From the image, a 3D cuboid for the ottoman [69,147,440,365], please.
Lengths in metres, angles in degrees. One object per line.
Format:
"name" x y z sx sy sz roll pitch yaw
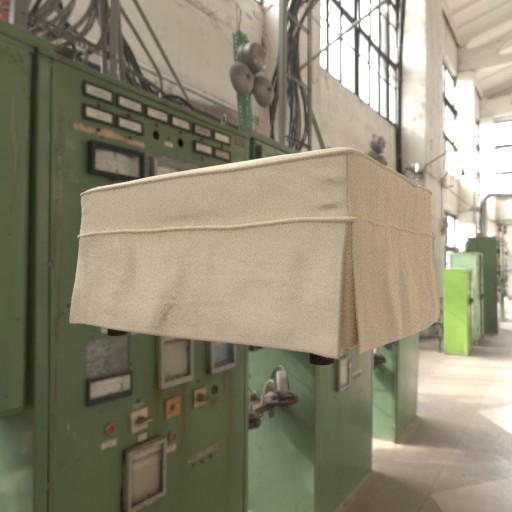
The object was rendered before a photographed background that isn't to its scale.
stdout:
"ottoman" 0.000 0.000 1.354 0.944 0.479 0.703 -1 -2 35
